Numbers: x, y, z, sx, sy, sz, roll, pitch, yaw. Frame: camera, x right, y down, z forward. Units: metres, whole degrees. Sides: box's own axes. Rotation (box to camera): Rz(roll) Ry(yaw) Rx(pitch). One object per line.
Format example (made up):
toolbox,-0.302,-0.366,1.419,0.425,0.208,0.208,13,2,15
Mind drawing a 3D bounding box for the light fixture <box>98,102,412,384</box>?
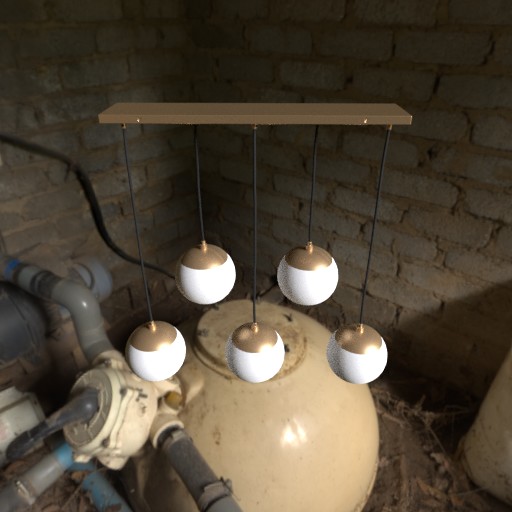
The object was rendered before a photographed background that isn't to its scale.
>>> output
light fixture,0.000,0.000,1.355,0.863,0.869,0.299,1,29,1
